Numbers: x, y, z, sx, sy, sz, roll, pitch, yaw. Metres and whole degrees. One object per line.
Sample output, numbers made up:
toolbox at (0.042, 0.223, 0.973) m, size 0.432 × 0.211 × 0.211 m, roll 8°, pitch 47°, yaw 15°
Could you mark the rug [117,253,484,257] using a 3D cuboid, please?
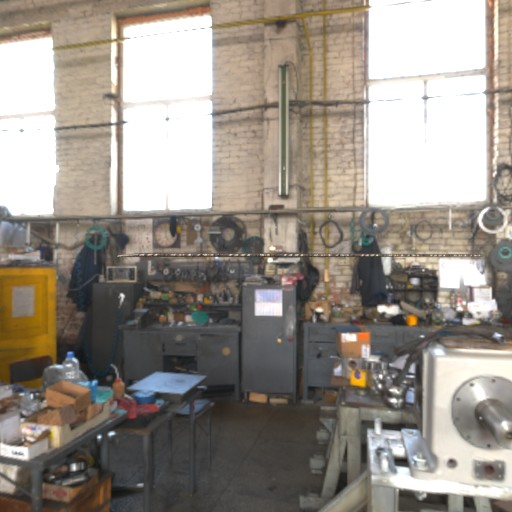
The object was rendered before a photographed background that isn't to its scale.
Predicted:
rug at (0.000, 0.000, 4.005) m, size 2.306 × 0.017 × 2.902 m, roll 0°, pitch 0°, yaw -19°
